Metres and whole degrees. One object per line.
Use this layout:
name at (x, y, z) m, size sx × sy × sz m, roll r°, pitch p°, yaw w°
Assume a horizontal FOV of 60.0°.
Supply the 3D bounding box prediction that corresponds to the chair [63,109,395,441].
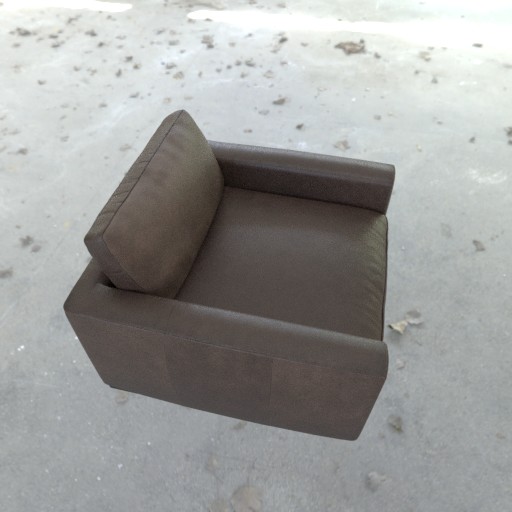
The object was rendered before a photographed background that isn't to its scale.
chair at (0.000, 0.000, 1.812) m, size 1.069 × 0.812 × 1.100 m, roll 10°, pitch 48°, yaw 9°
